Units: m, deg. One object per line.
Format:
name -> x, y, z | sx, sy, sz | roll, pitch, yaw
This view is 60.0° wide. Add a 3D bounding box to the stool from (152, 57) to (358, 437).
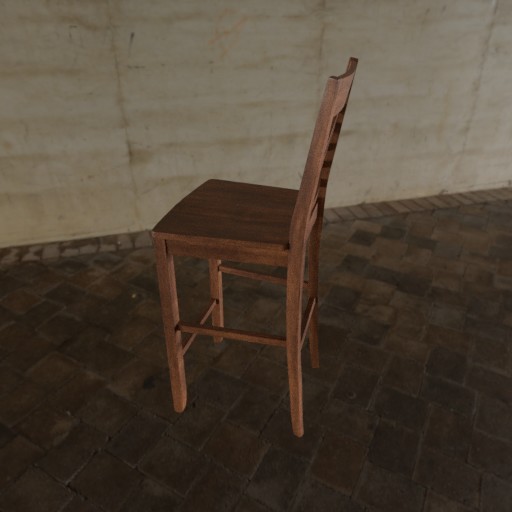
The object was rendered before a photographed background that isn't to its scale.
stool -> 0.000, 0.000, 1.373 | 0.487, 1.105, 0.433 | 8, 30, 14
